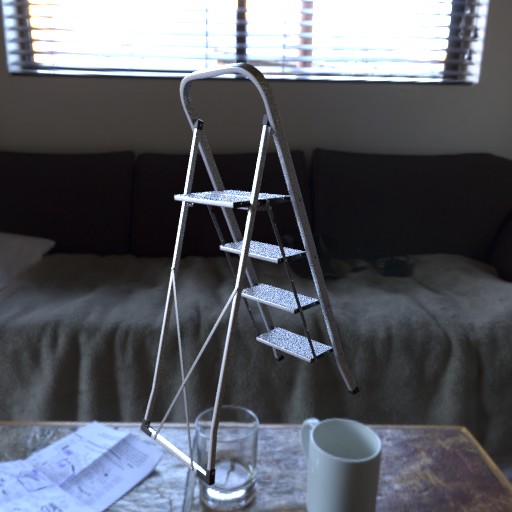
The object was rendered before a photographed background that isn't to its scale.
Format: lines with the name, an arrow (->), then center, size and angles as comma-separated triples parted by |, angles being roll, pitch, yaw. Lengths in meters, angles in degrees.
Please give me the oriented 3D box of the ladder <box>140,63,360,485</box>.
ladder -> 0.000, 0.000, 1.673 | 0.465, 1.290, 0.830 | 13, 19, 43
